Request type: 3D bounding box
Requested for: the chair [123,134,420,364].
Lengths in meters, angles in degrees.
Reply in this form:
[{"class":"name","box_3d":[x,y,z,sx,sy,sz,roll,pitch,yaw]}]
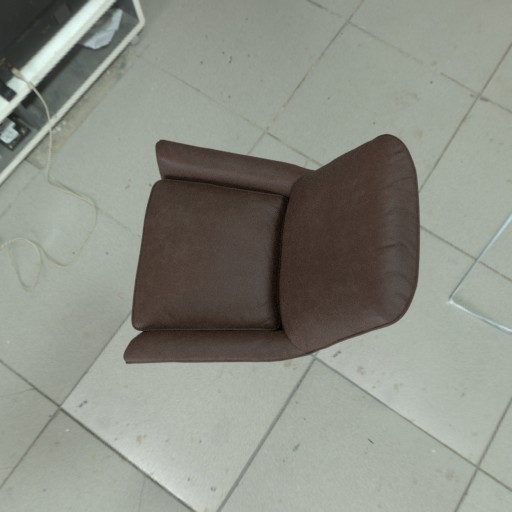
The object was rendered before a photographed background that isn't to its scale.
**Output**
[{"class":"chair","box_3d":[0.000,0.000,1.525,0.824,0.888,0.787,5,76,1]}]
